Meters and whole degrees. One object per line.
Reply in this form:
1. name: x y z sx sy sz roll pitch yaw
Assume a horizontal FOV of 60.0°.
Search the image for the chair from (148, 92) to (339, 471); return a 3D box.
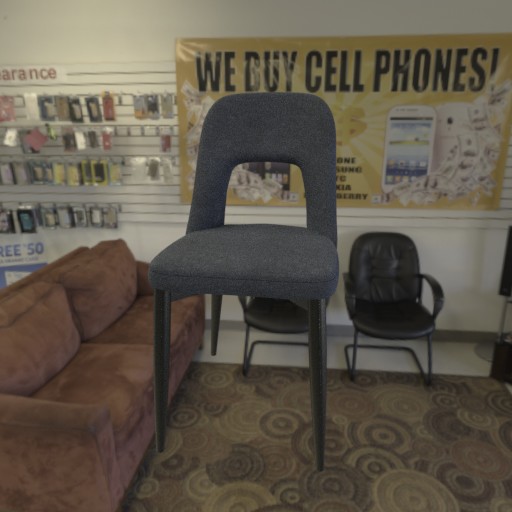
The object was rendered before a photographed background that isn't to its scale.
1. chair: 0.000 0.000 1.285 0.470 0.931 0.612 3 17 9
